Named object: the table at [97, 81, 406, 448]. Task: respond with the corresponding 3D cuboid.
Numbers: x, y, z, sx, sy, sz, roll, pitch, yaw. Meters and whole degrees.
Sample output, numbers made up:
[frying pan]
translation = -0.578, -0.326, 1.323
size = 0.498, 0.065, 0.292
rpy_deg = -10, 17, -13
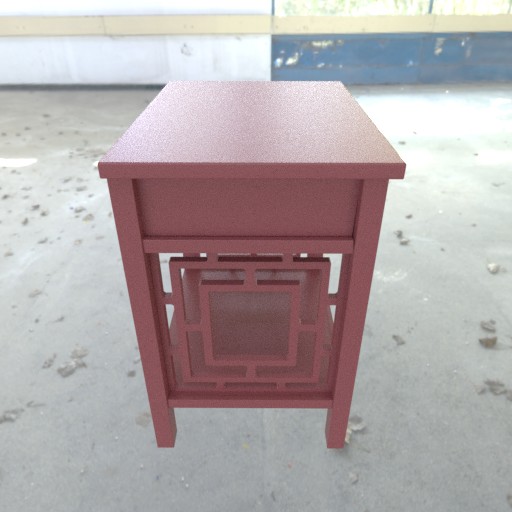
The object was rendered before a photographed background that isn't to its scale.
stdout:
[table]
translation = 0.000, 0.000, 1.067
size = 0.451, 0.686, 0.599
rpy_deg = 0, 32, 0
